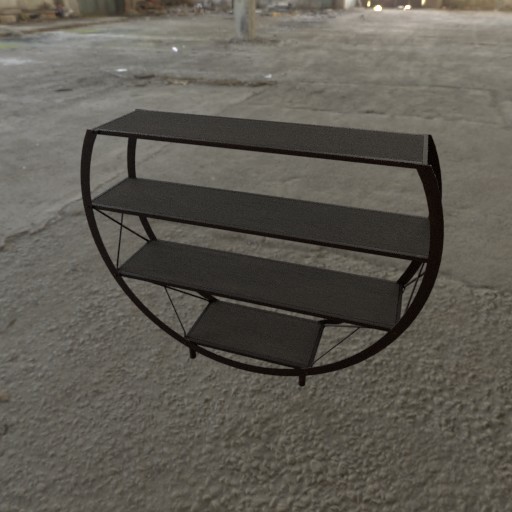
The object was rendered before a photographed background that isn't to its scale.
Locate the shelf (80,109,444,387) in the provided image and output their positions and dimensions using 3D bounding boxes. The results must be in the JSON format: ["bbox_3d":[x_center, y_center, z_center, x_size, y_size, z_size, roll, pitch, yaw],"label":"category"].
[{"bbox_3d":[0.000,0.000,1.897,1.403,1.063,0.344,10,33,16],"label":"shelf"}]
